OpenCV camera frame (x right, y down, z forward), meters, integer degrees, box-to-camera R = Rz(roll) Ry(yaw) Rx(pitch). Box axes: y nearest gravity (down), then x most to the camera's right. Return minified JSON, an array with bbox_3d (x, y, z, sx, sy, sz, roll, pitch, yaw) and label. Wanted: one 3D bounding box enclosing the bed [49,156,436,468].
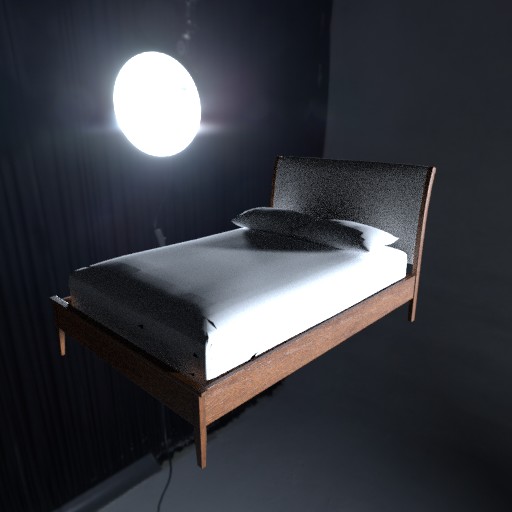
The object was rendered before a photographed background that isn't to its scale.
[{"bbox_3d":[0.000,0.000,3.246,1.612,1.250,2.380,16,23,41],"label":"bed"}]
